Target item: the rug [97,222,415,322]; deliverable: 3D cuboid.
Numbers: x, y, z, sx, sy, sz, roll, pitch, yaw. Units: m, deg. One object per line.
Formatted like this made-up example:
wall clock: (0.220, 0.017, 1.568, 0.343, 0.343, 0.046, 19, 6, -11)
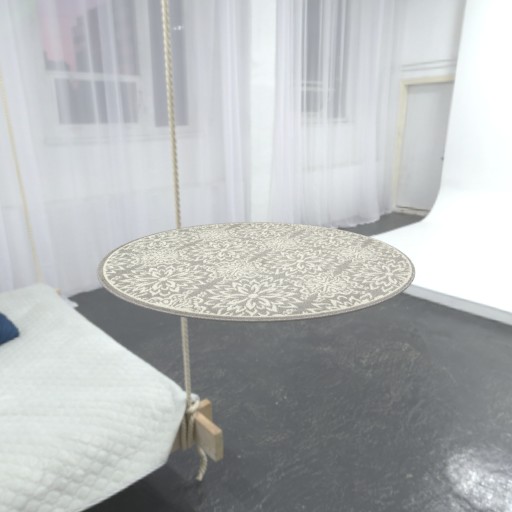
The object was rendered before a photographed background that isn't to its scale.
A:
rug: (0.000, 0.000, 2.342, 1.593, 0.012, 1.593, 0, 17, 0)
